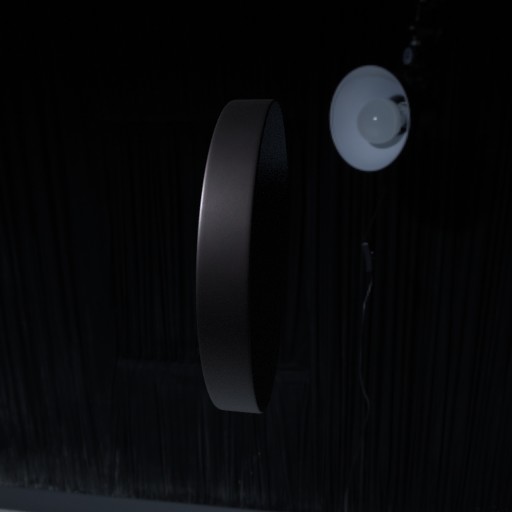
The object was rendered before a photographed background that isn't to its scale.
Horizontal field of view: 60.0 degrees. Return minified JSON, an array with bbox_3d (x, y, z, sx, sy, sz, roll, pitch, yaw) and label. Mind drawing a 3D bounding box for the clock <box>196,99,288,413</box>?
[{"bbox_3d":[0.000,0.000,0.471,0.040,0.314,0.314,2,16,9],"label":"clock"}]
